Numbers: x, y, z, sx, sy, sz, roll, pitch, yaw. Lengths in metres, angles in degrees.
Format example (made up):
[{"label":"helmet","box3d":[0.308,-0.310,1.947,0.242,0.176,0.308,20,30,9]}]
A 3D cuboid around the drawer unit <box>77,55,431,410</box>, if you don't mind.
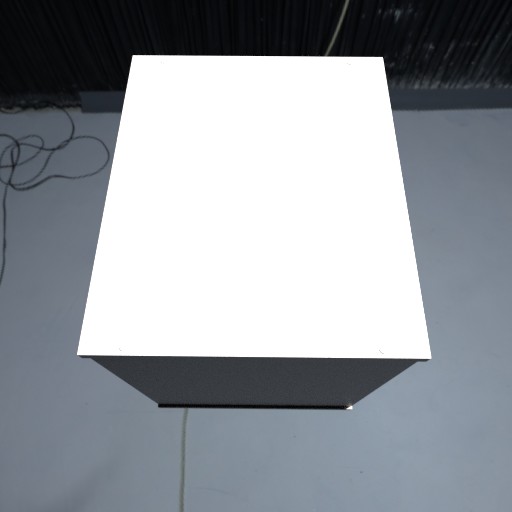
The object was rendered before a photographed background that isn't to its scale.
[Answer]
[{"label":"drawer unit","box3d":[0.000,0.000,0.593,0.290,0.344,0.349,1,64,0]}]
